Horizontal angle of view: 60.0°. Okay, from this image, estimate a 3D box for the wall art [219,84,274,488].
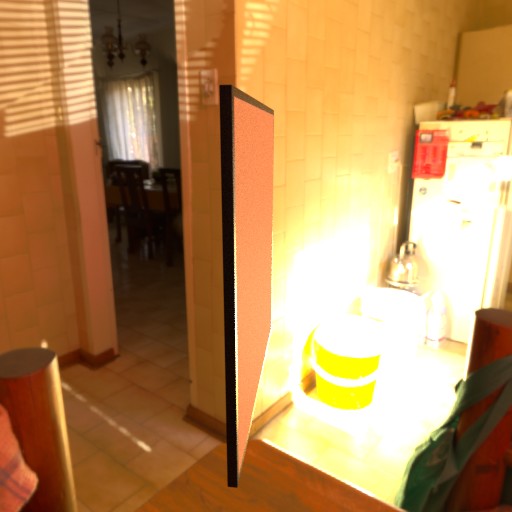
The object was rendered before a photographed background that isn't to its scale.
[{"bbox_3d":[0.000,0.000,0.696,0.012,0.458,0.457,2,15,7],"label":"wall art"}]
